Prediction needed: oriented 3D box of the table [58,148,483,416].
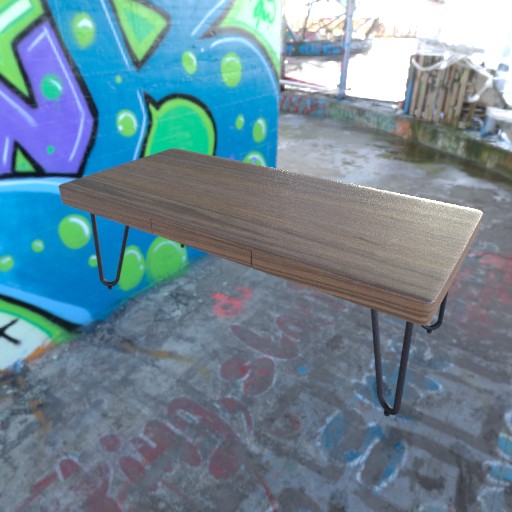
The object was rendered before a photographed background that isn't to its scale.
[{"bbox_3d":[0.000,0.000,1.664,1.375,0.468,0.637,18,34,29],"label":"table"}]
